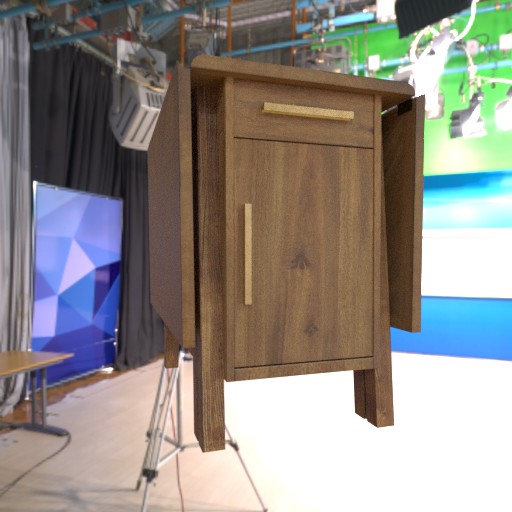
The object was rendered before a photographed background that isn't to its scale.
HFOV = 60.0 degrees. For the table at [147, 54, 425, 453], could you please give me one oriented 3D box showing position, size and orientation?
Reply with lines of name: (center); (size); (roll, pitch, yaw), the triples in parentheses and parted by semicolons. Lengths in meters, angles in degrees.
table: (0.000, 0.000, 1.618); (0.701, 0.981, 0.967); (0, 1, -18)
